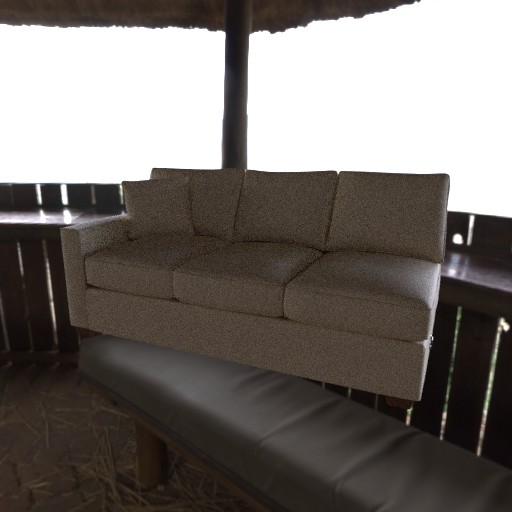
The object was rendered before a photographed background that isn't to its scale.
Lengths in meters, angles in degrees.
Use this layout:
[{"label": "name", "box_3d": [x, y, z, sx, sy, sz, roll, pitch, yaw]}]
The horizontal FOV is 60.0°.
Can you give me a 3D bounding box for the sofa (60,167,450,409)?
[{"label": "sofa", "box_3d": [0.000, 0.000, 2.526, 1.962, 0.946, 1.034, 6, 15, 24]}]
